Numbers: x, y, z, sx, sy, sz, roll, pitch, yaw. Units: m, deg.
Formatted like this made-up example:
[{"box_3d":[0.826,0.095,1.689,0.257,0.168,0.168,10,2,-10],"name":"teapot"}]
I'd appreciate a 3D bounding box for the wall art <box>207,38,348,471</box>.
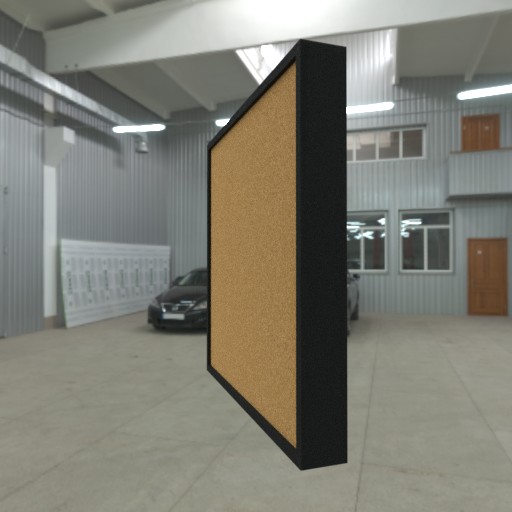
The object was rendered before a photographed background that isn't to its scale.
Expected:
[{"box_3d":[0.000,0.000,0.463,0.037,0.305,0.305,0,-1,-19],"name":"wall art"}]
